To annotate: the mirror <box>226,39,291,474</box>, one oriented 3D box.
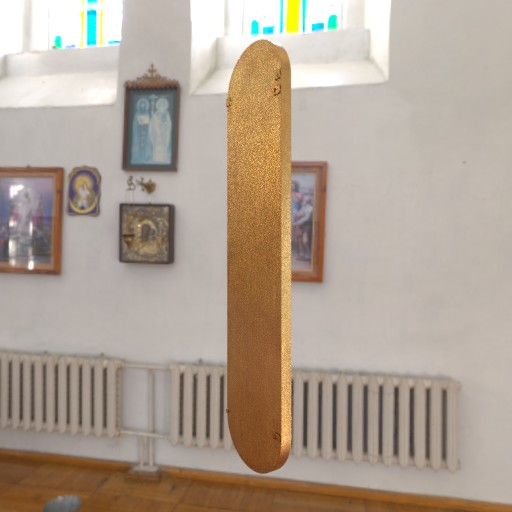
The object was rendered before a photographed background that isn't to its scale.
[{"bbox_3d":[0.000,0.000,1.036,0.032,0.991,0.222,0,0,-35],"label":"mirror"}]
